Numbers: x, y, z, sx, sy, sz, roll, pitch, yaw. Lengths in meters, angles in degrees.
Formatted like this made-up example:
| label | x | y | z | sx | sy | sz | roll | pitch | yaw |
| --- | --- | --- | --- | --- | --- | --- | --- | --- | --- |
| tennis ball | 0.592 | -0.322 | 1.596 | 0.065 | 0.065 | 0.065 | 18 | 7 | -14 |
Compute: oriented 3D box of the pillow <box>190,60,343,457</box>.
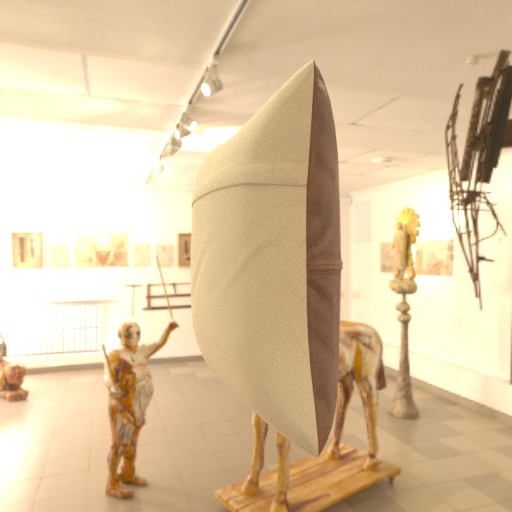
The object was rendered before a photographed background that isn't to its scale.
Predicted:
| label | x | y | z | sx | sy | sz | roll | pitch | yaw |
| --- | --- | --- | --- | --- | --- | --- | --- | --- | --- |
| pillow | 0.000 | 0.000 | 0.732 | 0.192 | 0.470 | 0.484 | 0 | 0 | -19 |
